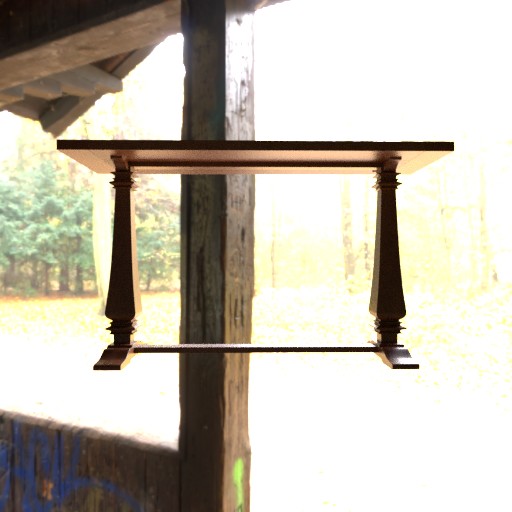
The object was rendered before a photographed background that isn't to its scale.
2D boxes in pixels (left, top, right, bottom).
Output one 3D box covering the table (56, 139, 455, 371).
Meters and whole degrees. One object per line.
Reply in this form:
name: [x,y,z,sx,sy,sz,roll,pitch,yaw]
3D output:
table: [0.000,0.000,1.865,1.478,0.852,0.461,0,-1,-1]
